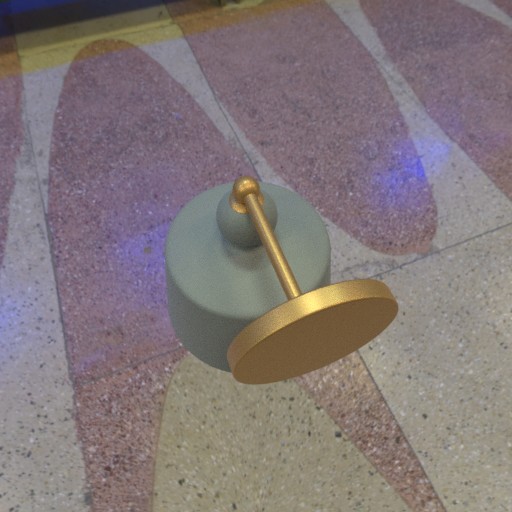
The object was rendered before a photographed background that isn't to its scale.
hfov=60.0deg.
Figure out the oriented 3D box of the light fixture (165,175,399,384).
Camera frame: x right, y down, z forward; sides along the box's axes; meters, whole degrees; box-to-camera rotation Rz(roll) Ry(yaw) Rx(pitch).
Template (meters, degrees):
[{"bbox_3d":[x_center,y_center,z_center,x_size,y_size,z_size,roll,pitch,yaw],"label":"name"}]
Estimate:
[{"bbox_3d":[0.000,0.000,0.436,0.204,0.268,0.254,-17,59,-10],"label":"light fixture"}]
